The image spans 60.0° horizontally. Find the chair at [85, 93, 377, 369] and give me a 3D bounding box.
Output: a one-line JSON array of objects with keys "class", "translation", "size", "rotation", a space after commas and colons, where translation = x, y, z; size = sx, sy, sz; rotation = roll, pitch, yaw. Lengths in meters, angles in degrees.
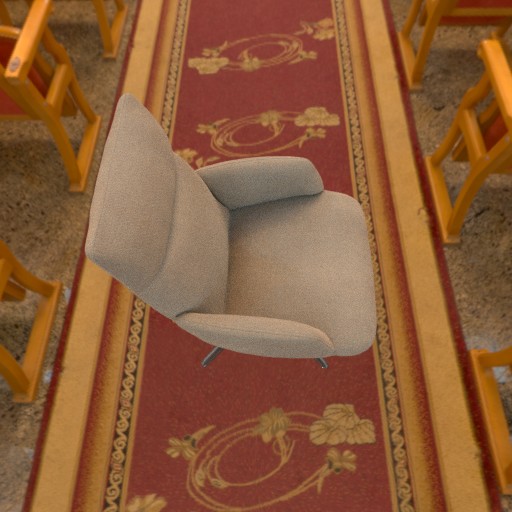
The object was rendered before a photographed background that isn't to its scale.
[{"class": "chair", "translation": [0.000, 0.000, 1.591], "size": [0.889, 1.016, 0.711], "rotation": [1, 63, 0]}]
